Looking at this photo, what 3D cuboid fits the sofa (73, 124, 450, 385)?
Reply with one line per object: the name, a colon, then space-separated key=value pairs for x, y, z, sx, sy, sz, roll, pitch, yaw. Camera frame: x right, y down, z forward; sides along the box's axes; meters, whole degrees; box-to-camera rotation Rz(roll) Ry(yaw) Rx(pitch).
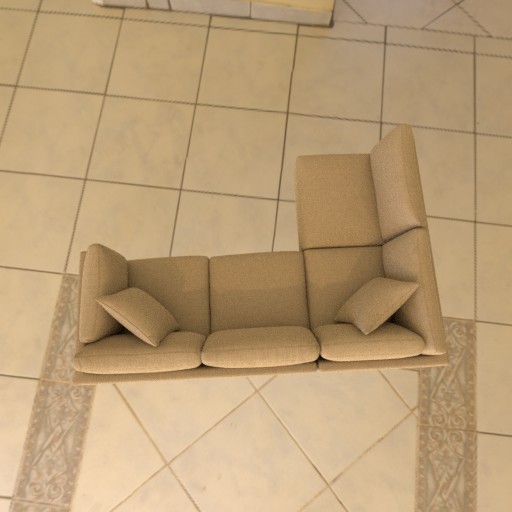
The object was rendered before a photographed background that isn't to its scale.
sofa: x=0.000 y=0.000 z=3.823 sx=2.896 sy=0.978 sz=1.994 roll=-3 pitch=75 yaw=-1
